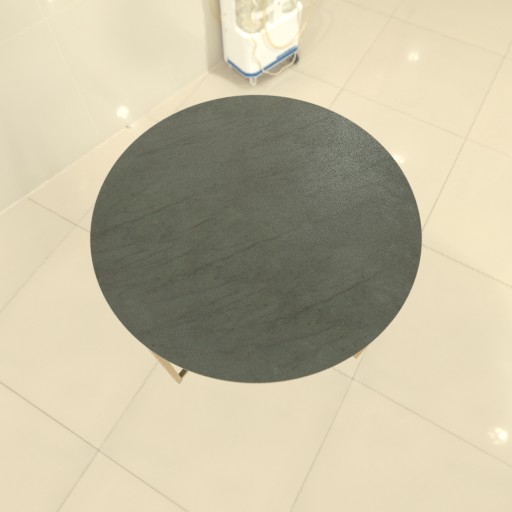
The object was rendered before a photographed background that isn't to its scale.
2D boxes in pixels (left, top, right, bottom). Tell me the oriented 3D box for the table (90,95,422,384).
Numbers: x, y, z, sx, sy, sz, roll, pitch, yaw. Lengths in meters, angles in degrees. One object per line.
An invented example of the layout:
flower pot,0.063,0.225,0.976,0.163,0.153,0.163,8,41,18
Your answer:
table,0.000,0.000,1.285,0.800,0.450,0.800,0,64,0
